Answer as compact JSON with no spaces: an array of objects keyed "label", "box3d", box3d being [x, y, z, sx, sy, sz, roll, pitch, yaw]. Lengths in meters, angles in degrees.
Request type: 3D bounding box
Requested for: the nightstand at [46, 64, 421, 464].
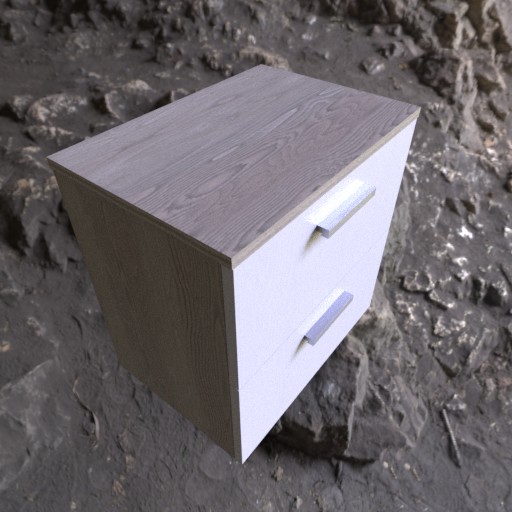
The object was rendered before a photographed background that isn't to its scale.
[{"label":"nightstand","box3d":[0.000,0.000,0.766,0.325,0.461,0.442,28,48,28]}]
